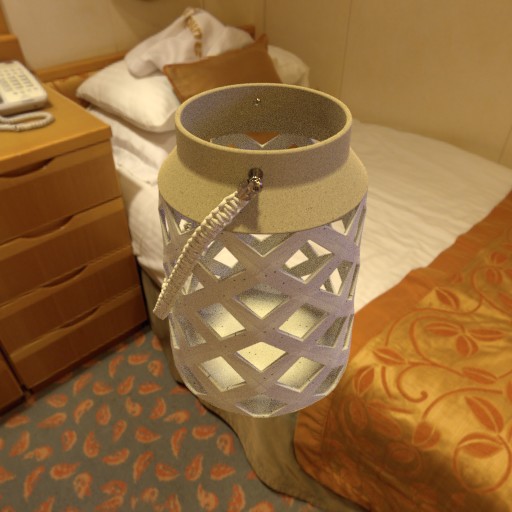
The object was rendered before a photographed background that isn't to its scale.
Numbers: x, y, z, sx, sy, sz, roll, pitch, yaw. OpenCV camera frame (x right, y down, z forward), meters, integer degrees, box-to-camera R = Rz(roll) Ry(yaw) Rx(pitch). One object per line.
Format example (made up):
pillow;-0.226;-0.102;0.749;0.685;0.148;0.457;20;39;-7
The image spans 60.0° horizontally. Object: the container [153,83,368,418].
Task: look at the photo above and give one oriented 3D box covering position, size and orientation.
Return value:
container;0.000;0.000;0.398;0.198;0.264;0.188;0;40;0
